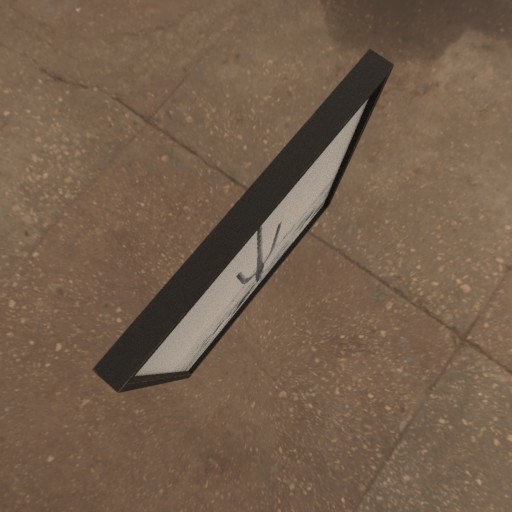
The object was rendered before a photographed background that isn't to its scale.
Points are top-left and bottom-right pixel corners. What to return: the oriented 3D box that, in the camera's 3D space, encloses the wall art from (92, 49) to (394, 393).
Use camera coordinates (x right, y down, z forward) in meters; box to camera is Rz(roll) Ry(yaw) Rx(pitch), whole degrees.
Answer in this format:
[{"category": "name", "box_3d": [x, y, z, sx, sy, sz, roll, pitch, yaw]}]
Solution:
[{"category": "wall art", "box_3d": [0.000, 0.000, 0.760, 0.038, 0.508, 0.508, 38, 79, 9]}]
